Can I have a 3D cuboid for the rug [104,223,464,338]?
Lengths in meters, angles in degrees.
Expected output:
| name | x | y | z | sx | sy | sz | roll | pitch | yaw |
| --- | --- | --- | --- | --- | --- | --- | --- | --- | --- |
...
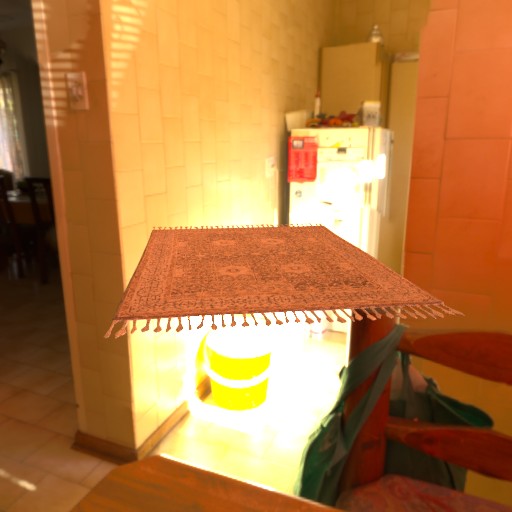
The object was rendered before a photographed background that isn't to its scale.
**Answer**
| name | x | y | z | sx | sy | sz | roll | pitch | yaw |
| --- | --- | --- | --- | --- | --- | --- | --- | --- | --- |
| rug | 0.000 | 0.000 | 3.095 | 1.619 | 0.023 | 2.465 | -2 | 15 | -8 |
